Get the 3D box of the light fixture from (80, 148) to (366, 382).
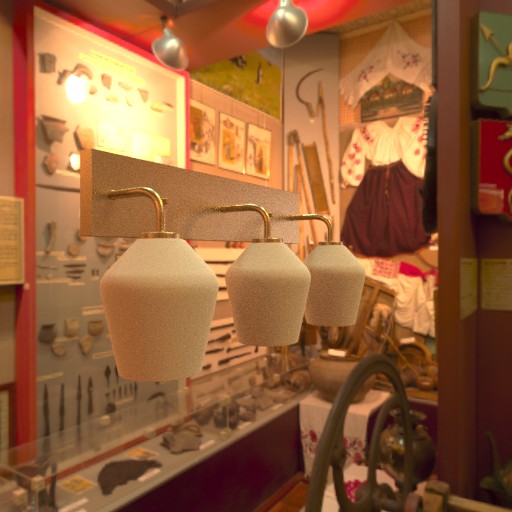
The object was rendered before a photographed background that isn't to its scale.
[{"bbox_3d":[0.000,0.000,0.748,0.190,0.280,0.609,0,0,36],"label":"light fixture"}]
